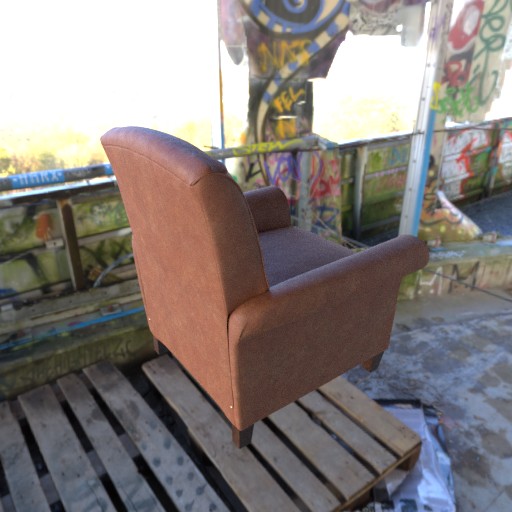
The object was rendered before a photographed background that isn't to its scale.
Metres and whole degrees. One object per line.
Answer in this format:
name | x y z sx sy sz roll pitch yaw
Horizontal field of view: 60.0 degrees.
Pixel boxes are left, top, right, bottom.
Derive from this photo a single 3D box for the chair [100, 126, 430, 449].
chair | 0.000 0.000 1.780 0.902 1.061 0.978 -17 30 -32
